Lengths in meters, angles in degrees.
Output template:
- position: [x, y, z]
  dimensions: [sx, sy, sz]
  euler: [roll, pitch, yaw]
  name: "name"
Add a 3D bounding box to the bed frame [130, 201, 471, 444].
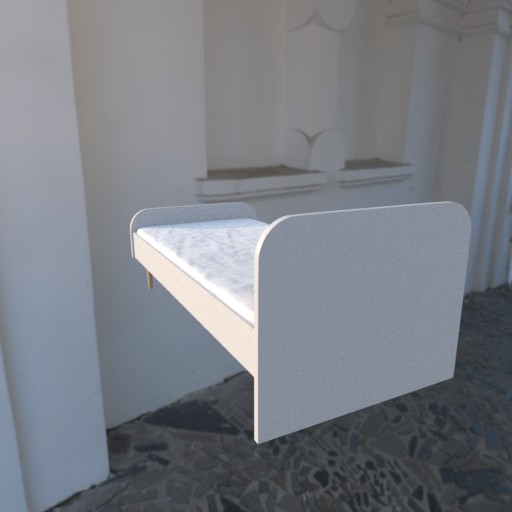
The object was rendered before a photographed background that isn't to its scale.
- position: [0.000, 0.000, 2.529]
  dimensions: [0.998, 0.805, 1.963]
  euler: [-7, 16, -26]
  name: "bed frame"
